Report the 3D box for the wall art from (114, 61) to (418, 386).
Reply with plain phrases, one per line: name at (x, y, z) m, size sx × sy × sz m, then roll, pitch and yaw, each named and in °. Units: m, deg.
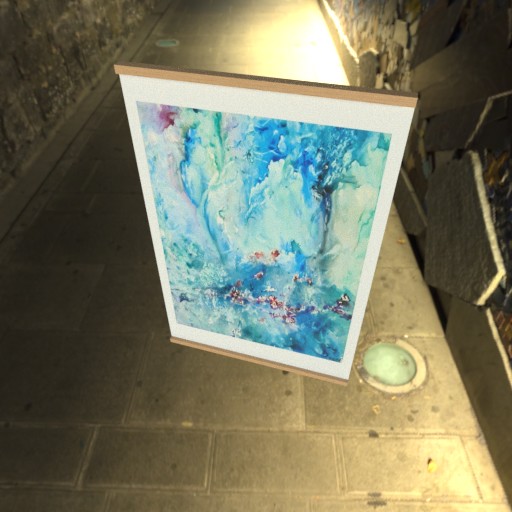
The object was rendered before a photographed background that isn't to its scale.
wall art at (0.000, 0.000, 1.288) m, size 0.669 × 1.020 × 0.027 m, roll 11°, pitch 43°, yaw 12°
